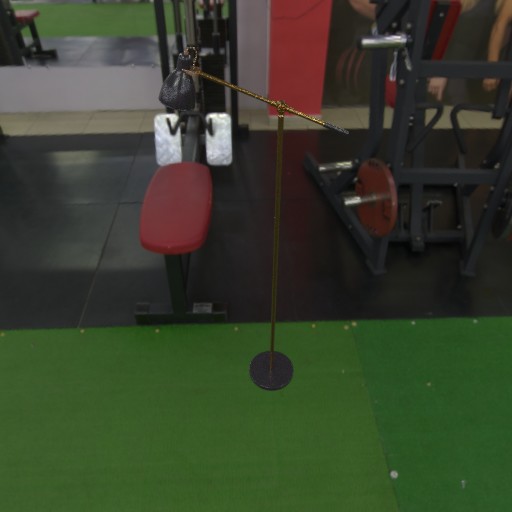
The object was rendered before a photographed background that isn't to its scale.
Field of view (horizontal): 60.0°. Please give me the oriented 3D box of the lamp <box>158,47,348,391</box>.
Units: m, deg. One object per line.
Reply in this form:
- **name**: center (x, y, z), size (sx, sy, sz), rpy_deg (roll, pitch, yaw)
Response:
- **lamp**: center (0.000, 0.000, 1.841), size (0.618, 1.628, 0.235), rpy_deg (0, 41, 0)
